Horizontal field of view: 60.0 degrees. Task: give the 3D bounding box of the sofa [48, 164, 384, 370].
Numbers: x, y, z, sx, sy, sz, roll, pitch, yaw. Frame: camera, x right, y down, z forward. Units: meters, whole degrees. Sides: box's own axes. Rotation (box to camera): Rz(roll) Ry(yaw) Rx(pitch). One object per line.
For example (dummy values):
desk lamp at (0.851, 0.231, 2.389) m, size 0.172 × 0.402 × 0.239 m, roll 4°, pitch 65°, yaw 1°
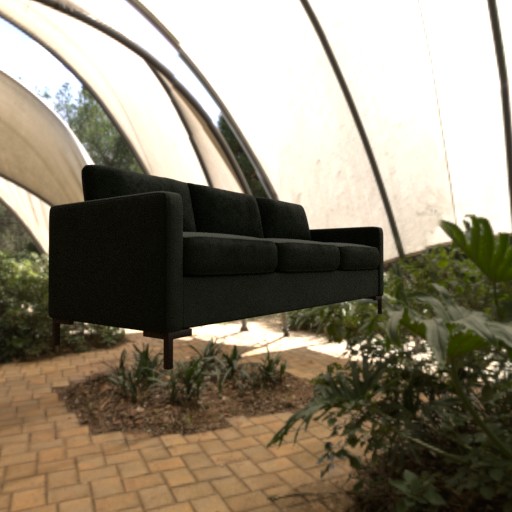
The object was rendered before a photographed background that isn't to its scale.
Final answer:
sofa at (0.000, 0.000, 2.755) m, size 0.859 × 0.870 × 2.218 m, roll 0°, pitch -1°, yaw 36°
